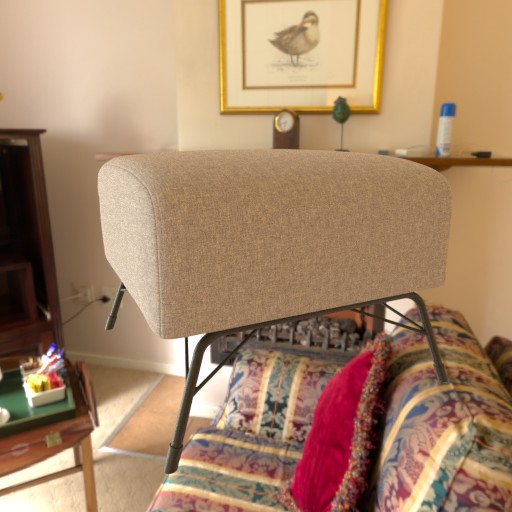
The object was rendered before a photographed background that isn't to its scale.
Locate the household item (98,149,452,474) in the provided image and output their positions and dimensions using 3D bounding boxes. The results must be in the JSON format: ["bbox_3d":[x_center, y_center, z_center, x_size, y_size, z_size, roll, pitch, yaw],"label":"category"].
[{"bbox_3d":[0.000,0.000,0.873,0.530,0.410,0.530,-7,16,-26],"label":"household item"}]
